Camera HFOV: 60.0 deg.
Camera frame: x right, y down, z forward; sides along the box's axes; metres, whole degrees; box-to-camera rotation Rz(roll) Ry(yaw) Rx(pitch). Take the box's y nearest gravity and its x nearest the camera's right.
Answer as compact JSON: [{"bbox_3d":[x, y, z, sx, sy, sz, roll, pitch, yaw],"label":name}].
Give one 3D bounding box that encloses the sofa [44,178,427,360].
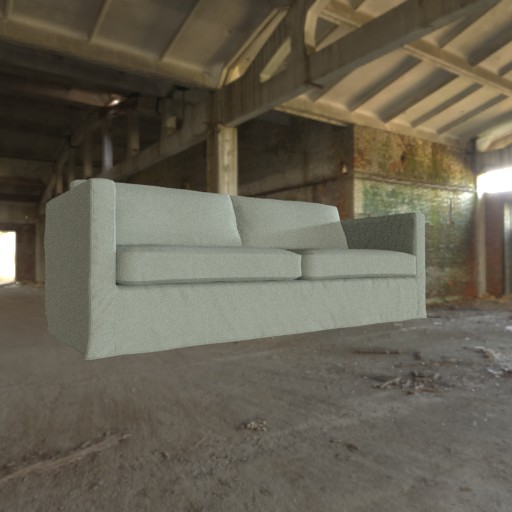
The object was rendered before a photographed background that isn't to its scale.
[{"bbox_3d":[0.000,0.000,2.792,2.312,0.853,0.962,1,-1,-36],"label":"sofa"}]
